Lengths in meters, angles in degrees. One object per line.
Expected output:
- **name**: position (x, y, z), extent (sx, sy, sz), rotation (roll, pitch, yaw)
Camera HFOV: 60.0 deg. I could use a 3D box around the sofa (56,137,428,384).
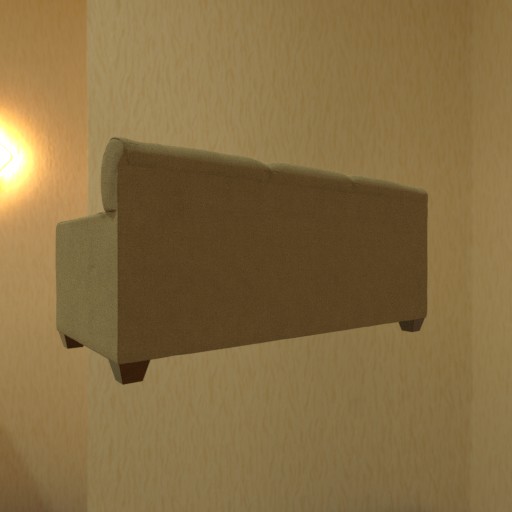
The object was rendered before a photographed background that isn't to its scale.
- **sofa**: position (0.000, 0.000, 2.594), extent (2.024, 0.958, 0.997), rotation (0, 0, -37)
